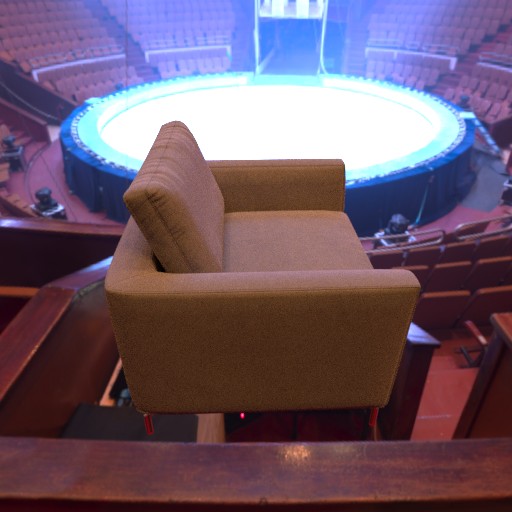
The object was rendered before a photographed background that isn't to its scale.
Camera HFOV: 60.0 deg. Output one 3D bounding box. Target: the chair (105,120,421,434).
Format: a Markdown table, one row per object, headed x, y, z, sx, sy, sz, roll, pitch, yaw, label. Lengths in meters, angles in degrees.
| x | y | z | sx | sy | sz | roll | pitch | yaw | label |
| --- | --- | --- | --- | --- | --- | --- | --- | --- | --- |
| 0.000 | 0.000 | 1.696 | 0.889 | 0.864 | 1.041 | -1 | 32 | -2 | chair |
